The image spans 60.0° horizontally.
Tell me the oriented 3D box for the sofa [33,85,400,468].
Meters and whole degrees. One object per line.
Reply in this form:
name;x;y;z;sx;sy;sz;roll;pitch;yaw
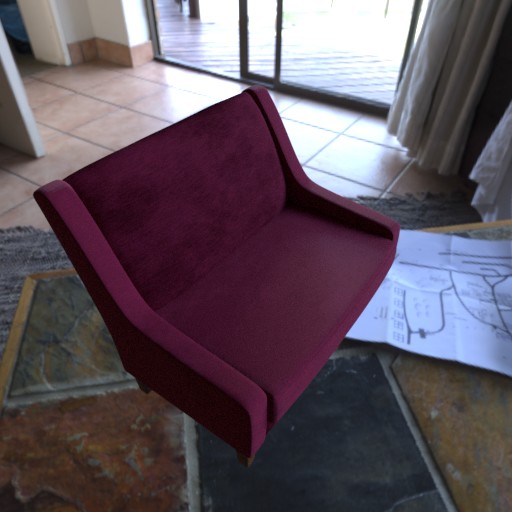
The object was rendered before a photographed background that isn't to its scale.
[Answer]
sofa;0.000;0.000;1.922;0.946;0.976;1.242;25;46;27
